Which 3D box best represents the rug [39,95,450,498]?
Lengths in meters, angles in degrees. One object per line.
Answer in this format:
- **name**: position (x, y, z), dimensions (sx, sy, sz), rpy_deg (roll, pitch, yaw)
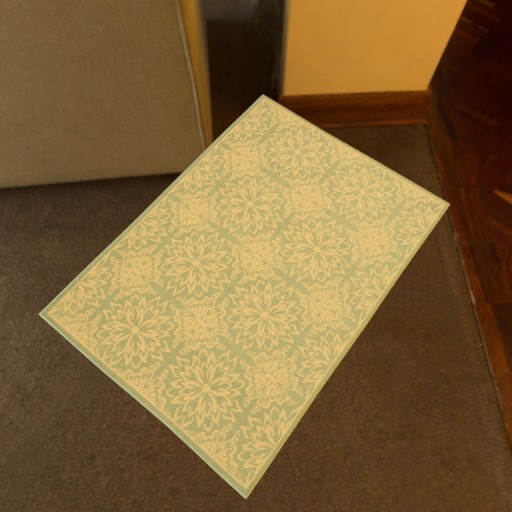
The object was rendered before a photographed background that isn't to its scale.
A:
- **rug**: position (0.000, 0.000, 2.816), dimensions (1.589, 0.014, 2.205), rpy_deg (35, 70, 15)
